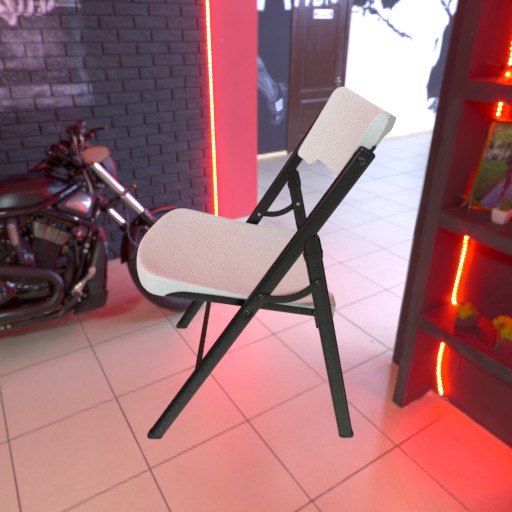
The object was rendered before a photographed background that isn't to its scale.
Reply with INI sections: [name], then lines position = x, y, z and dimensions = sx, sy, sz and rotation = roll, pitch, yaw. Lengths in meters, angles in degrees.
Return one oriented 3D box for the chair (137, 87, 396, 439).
[chair]
position = 0.000, 0.000, 1.124
dimensions = 0.577, 0.765, 0.482
rotation = 0, 27, 0
